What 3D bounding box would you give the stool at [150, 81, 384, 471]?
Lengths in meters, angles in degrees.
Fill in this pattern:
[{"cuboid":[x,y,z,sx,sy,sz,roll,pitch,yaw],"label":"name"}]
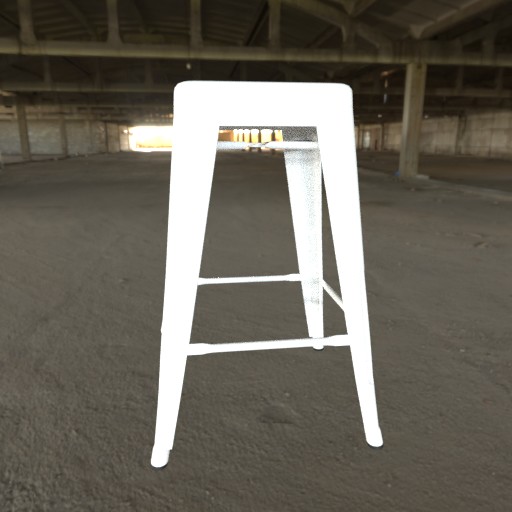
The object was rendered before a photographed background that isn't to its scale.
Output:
[{"cuboid":[0.000,0.000,0.869,0.406,0.610,0.406,-2,15,-7],"label":"stool"}]
